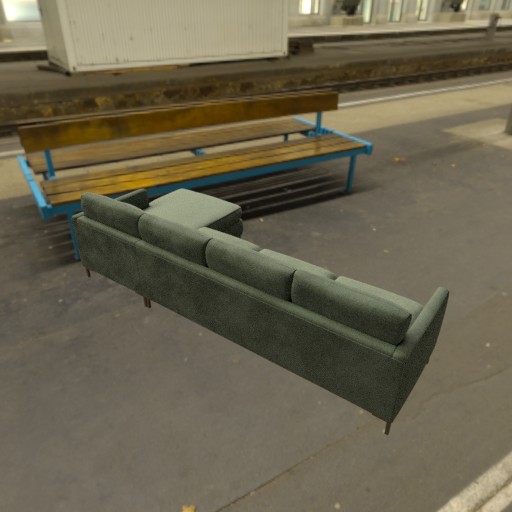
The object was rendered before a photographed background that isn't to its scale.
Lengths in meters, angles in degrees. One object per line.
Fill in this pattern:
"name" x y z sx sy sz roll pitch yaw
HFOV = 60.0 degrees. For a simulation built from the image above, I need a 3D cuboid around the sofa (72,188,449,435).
"sofa" 0.000 0.000 3.297 2.725 0.756 1.255 20 36 31
